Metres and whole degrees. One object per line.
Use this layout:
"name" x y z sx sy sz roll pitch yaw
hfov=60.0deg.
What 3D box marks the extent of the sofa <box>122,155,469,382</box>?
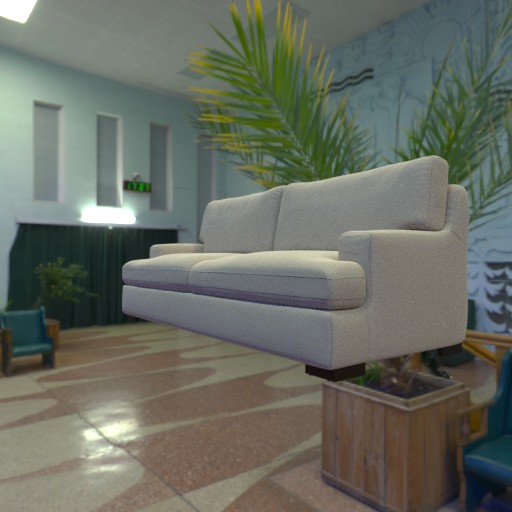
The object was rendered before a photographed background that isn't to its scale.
"sofa" 0.000 0.000 2.654 0.929 0.925 2.147 0 -1 -36
